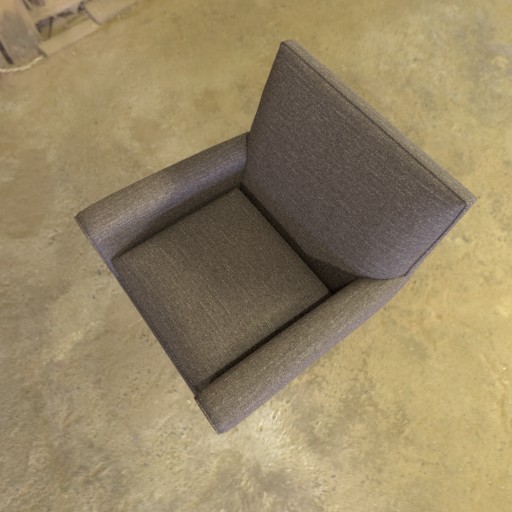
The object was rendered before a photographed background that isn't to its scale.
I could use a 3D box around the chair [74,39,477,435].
[{"bbox_3d":[0.000,0.000,1.549,0.875,0.885,0.838,-34,69,-15],"label":"chair"}]
